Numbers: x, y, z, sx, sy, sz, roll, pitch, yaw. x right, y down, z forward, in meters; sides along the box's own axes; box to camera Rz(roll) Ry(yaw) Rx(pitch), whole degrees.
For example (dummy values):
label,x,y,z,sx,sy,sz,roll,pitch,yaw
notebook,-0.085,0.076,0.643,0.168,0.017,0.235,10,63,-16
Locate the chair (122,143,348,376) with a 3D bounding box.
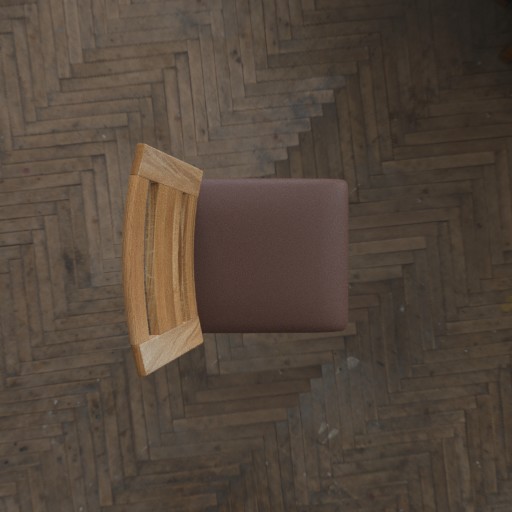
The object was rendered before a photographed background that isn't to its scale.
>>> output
label,x,y,z,sx,sy,sz,roll,pitch,yaw
chair,0.000,0.000,1.263,0.570,0.970,0.460,0,91,-1
